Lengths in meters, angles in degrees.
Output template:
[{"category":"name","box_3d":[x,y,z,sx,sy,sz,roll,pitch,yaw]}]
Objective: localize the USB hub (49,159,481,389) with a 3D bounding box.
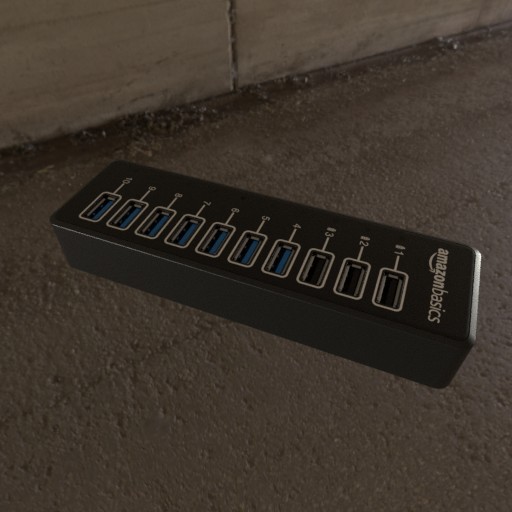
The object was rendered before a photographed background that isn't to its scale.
[{"category":"USB hub","box_3d":[0.000,0.000,0.160,0.145,0.023,0.044,16,48,15]}]
